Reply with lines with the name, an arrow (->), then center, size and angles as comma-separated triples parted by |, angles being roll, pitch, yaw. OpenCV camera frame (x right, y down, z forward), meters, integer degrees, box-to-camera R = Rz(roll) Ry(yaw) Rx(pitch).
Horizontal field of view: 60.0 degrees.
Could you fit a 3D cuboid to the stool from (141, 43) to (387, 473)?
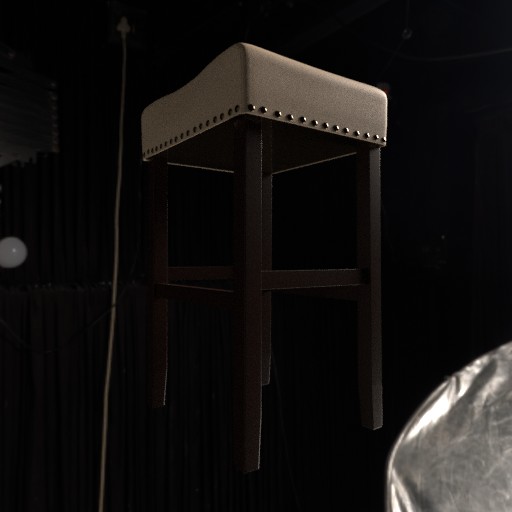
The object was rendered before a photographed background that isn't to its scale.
stool -> 0.000, 0.000, 1.063 | 0.401, 0.762, 0.471 | 0, 0, -36
